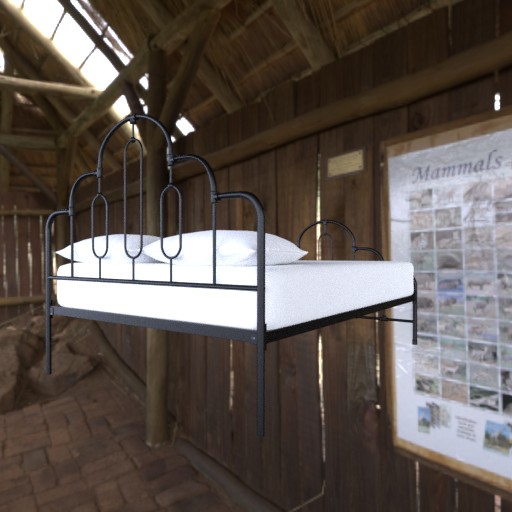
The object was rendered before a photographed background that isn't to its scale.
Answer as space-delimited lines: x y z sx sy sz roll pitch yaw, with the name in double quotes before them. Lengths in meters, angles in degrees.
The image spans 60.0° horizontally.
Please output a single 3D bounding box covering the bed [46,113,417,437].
"bed" 0.000 0.000 3.123 1.626 1.444 2.181 0 0 36
